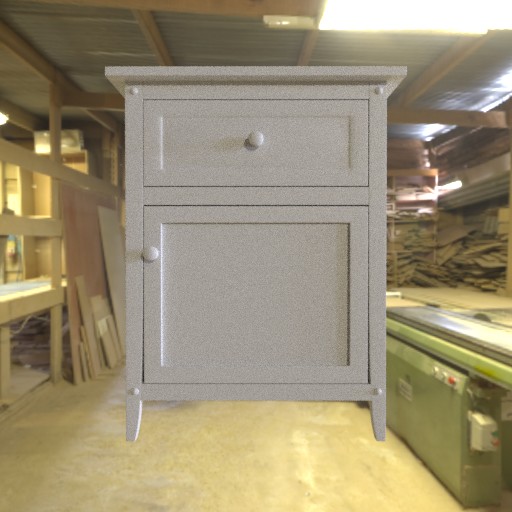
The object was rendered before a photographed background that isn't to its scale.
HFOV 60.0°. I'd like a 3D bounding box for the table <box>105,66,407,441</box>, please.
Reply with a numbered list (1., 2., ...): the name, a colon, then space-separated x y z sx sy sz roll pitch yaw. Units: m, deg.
1. table: 0.000 0.000 0.751 0.381 0.483 0.381 0 1 0
